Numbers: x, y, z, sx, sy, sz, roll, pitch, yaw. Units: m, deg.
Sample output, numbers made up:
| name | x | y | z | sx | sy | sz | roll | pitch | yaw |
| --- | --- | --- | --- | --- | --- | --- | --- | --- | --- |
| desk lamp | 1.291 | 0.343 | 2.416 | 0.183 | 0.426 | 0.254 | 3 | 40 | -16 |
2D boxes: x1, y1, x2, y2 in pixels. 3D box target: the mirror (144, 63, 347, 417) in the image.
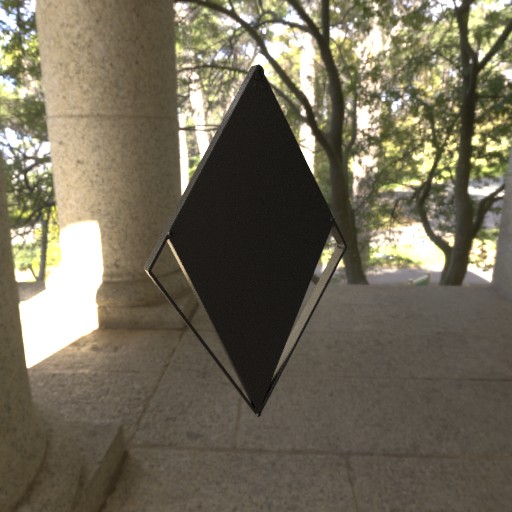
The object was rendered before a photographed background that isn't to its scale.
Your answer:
| name | x | y | z | sx | sy | sz | roll | pitch | yaw |
| --- | --- | --- | --- | --- | --- | --- | --- | --- | --- |
| mirror | 0.000 | 0.000 | 0.844 | 0.419 | 0.679 | 0.032 | -7 | 15 | -27 |
